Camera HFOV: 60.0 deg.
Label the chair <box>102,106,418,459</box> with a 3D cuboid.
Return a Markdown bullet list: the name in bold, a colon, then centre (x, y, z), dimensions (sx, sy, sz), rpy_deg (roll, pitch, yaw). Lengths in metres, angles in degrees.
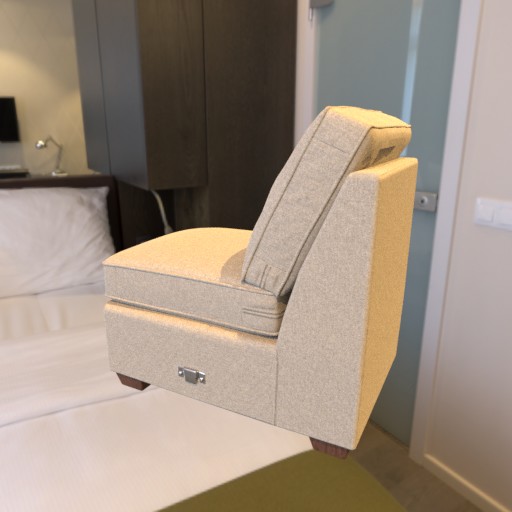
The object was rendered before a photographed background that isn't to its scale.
- **chair**: centre (0.000, 0.000, 1.687), dimensions (1.020, 1.058, 0.674), rpy_deg (8, 18, 26)
